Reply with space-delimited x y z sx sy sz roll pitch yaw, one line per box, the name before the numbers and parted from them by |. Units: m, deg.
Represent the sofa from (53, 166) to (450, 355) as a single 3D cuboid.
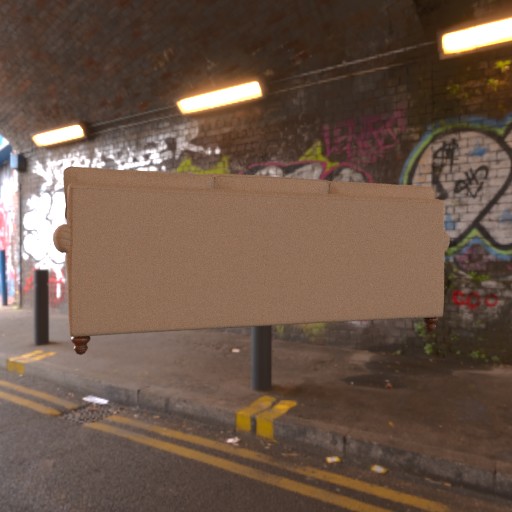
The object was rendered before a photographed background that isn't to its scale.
sofa | 0.000 0.000 2.856 2.354 0.948 0.966 0 0 -18
